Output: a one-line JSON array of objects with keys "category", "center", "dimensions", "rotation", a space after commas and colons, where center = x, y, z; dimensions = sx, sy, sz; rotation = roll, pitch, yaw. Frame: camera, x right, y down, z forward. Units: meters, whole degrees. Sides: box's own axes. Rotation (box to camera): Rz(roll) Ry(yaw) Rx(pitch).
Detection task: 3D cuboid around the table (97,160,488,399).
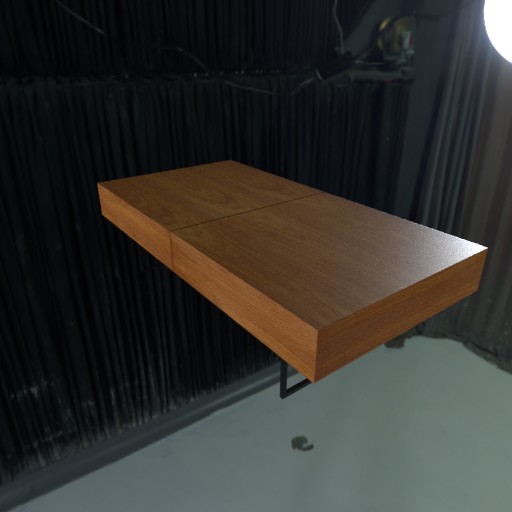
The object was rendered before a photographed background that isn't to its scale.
[{"category": "table", "center": [0.000, 0.000, 1.487], "dimensions": [0.610, 0.330, 1.194], "rotation": [-18, 31, -33]}]
